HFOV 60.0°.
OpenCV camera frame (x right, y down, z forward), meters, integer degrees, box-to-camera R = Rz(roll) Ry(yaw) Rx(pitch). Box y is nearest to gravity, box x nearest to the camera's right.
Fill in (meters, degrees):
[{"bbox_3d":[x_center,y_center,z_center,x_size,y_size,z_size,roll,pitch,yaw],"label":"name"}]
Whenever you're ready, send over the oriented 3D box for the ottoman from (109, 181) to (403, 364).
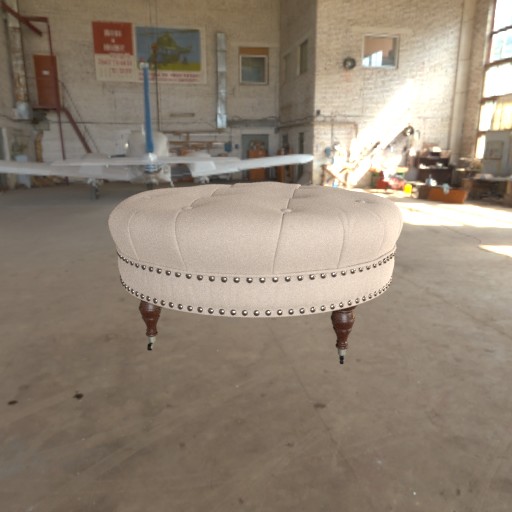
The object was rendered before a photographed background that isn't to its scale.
[{"bbox_3d":[0.000,0.000,1.430,0.901,0.439,0.901,0,14,0],"label":"ottoman"}]
